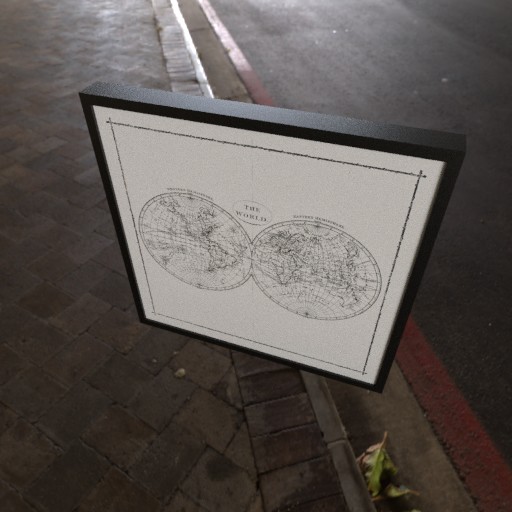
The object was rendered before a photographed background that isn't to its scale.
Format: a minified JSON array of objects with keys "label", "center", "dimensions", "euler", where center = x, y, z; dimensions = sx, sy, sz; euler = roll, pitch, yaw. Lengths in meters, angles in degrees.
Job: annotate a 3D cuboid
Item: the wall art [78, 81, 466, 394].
[{"label":"wall art","center":[0.000,0.000,0.471],"dimensions":[0.327,0.318,0.029],"euler":[13,43,14]}]
